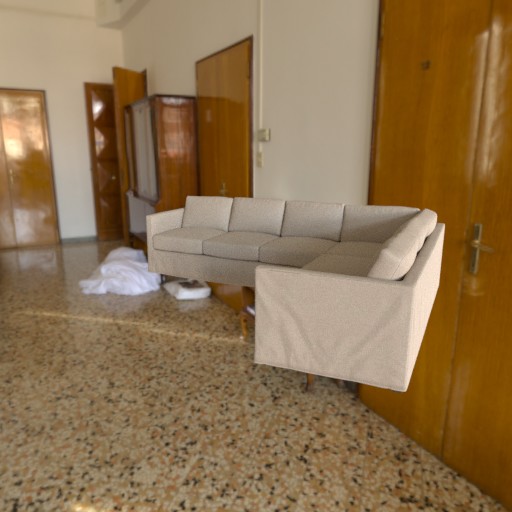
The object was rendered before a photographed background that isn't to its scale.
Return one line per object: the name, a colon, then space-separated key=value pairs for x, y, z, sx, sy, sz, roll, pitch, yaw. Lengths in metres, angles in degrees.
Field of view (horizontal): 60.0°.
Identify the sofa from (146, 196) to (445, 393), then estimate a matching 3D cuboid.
sofa: x=0.000 y=0.000 z=4.265 sx=3.182 sy=0.871 sz=2.432 roll=7 pitch=15 yaw=26
